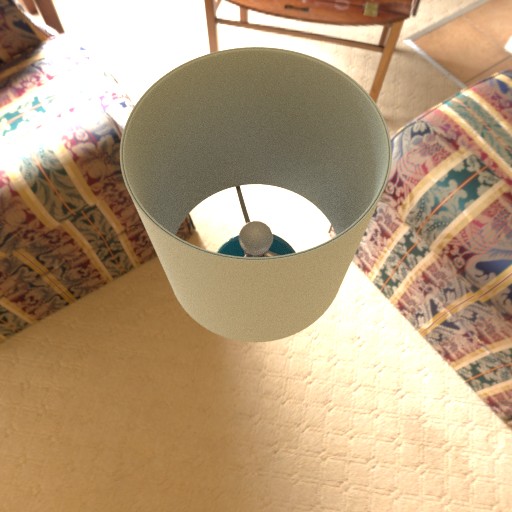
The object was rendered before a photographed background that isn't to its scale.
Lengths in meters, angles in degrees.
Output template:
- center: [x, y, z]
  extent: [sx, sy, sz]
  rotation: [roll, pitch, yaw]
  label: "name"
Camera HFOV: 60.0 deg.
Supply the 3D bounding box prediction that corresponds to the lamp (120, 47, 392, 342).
- center: [0.000, 0.000, 0.486]
  extent: [0.193, 0.377, 0.193]
  rotation: [15, 65, 7]
  label: "lamp"
